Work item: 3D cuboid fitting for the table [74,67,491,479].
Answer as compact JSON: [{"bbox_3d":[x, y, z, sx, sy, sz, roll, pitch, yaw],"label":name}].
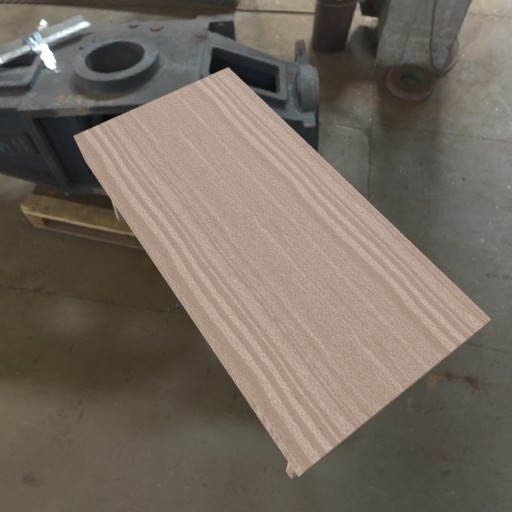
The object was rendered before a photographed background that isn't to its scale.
[{"bbox_3d":[0.000,0.000,1.464,0.600,0.450,1.200,-31,64,-17],"label":"table"}]
